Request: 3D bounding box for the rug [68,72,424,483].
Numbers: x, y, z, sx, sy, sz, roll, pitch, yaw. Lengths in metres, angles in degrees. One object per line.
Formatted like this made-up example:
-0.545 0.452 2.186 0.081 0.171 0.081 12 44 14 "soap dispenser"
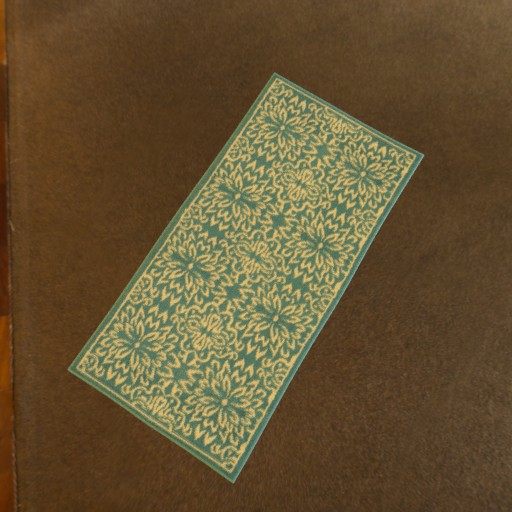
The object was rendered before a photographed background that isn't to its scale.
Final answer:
0.000 0.000 1.438 0.604 0.007 1.219 31 79 7 "rug"
